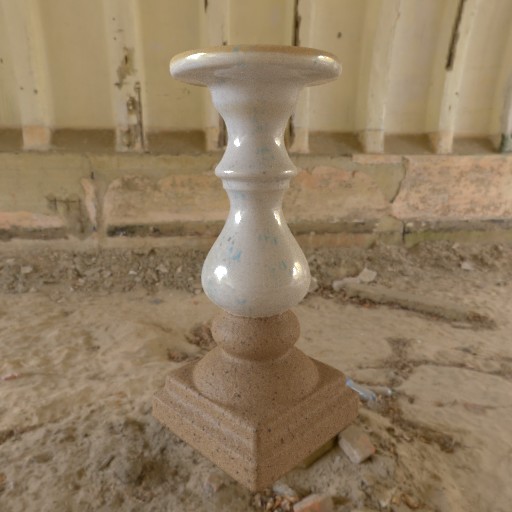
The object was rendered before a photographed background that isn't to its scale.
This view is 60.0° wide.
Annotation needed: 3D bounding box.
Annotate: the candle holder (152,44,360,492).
[{"bbox_3d":[0.000,0.000,0.293,0.110,0.239,0.110,14,19,43],"label":"candle holder"}]
